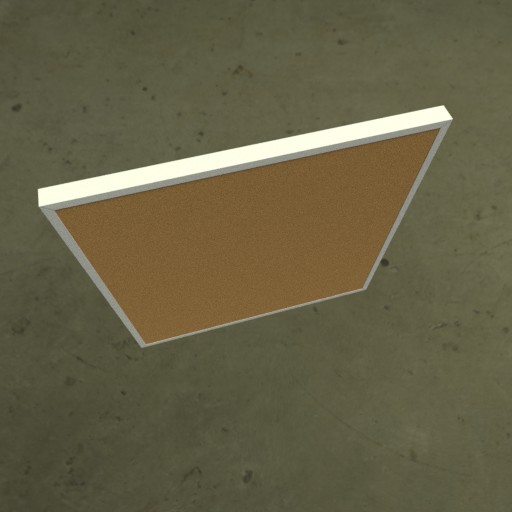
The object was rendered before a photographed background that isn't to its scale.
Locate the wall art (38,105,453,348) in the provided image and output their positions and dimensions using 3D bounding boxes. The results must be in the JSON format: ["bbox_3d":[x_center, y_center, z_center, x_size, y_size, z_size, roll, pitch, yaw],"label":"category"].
[{"bbox_3d":[0.000,0.000,1.129,0.762,0.762,0.038,-14,62,-7],"label":"wall art"}]
